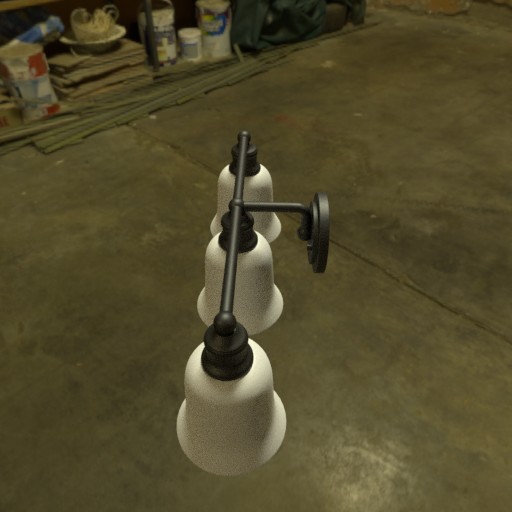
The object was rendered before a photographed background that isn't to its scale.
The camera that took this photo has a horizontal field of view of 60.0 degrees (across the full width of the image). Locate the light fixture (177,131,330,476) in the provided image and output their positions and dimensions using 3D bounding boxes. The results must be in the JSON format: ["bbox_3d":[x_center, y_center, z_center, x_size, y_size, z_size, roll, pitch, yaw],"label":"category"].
[{"bbox_3d":[0.000,0.000,0.680,0.198,0.211,0.570,1,41,1],"label":"light fixture"}]
